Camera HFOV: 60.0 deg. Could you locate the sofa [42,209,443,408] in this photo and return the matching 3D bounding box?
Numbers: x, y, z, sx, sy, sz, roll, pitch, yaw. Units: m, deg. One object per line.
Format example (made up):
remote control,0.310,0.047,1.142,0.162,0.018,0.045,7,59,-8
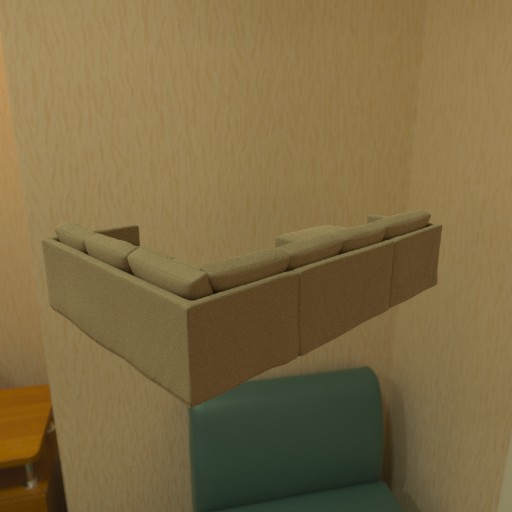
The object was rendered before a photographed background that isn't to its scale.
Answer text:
sofa,0.000,0.000,4.675,3.528,0.878,2.476,-15,21,-42
